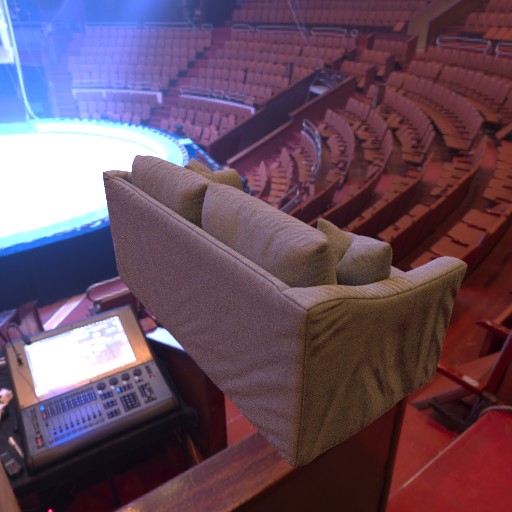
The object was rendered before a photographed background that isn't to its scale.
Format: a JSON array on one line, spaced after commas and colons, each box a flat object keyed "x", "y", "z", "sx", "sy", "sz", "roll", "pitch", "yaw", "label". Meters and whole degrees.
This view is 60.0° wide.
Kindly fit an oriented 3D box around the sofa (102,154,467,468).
[{"x": 0.000, "y": 0.000, "z": 2.620, "sx": 1.072, "sy": 1.018, "sz": 2.010, "roll": -19, "pitch": 33, "yaw": -32, "label": "sofa"}]
